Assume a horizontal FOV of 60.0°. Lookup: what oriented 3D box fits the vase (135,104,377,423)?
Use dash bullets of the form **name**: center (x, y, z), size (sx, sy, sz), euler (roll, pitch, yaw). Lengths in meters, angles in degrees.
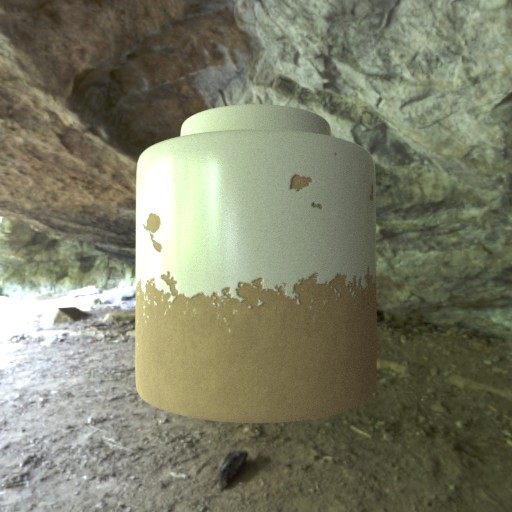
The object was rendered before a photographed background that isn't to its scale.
- **vase**: center (0.000, 0.000, 0.292), size (0.153, 0.167, 0.153), euler (0, -1, 0)
